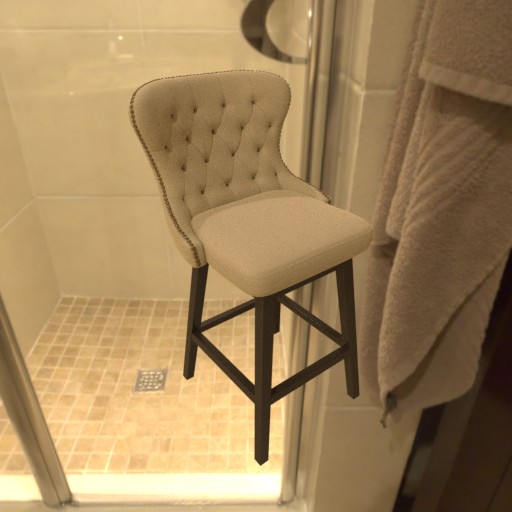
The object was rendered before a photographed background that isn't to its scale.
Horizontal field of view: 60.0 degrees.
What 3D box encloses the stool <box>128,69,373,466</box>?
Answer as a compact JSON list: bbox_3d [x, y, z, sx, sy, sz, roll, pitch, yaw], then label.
[{"bbox_3d":[0.000,0.000,1.340,0.528,0.971,0.593,-21,37,-32],"label":"stool"}]
